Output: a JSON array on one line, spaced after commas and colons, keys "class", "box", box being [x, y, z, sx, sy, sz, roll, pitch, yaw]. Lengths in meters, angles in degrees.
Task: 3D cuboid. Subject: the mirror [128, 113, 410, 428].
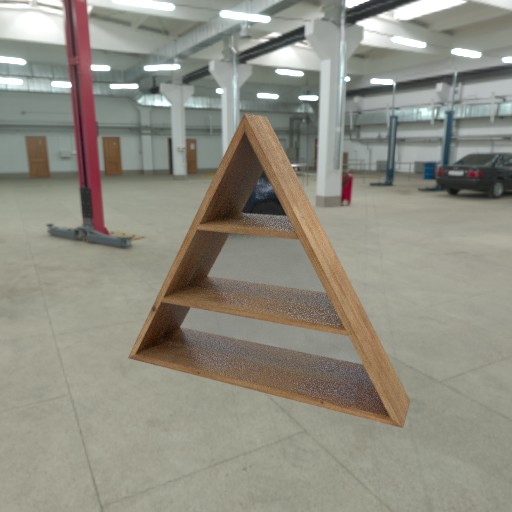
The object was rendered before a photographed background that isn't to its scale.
[{"class": "mirror", "box": [0.000, 0.000, 0.903, 0.631, 0.548, 0.100, 6, 15, 25]}]
